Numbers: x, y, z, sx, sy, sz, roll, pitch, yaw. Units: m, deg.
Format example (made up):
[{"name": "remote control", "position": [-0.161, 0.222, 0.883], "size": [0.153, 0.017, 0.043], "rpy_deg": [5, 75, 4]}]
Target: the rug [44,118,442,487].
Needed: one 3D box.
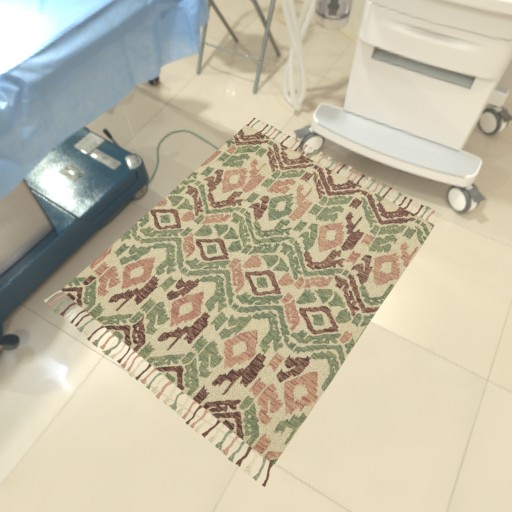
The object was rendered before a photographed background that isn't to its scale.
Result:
[{"name": "rug", "position": [0.000, 0.000, 4.173], "size": [2.438, 0.010, 3.048], "rpy_deg": [33, 64, 19]}]
